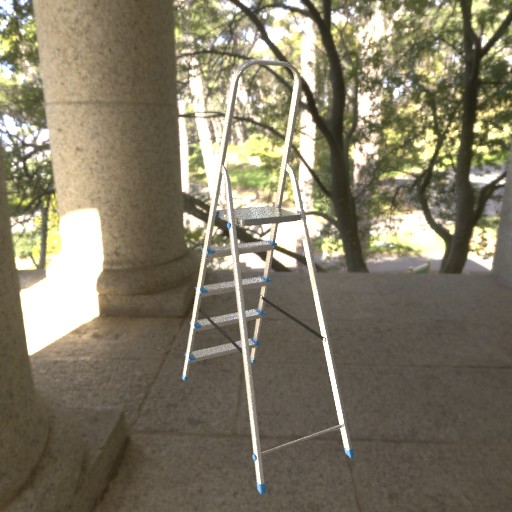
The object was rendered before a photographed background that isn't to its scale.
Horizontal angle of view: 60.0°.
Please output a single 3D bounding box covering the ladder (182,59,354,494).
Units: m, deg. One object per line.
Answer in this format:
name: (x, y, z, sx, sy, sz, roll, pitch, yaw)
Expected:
ladder: (0.000, 0.000, 2.054, 0.468, 1.648, 0.990, -8, 17, -26)
